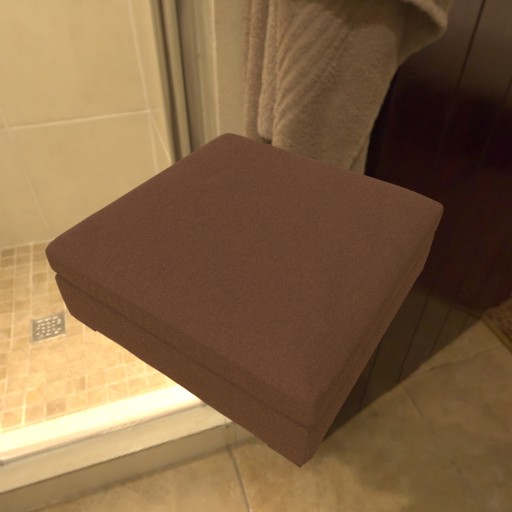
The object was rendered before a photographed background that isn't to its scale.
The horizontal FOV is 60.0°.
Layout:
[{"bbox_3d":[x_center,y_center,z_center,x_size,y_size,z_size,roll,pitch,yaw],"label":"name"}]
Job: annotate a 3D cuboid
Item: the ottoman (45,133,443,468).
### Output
[{"bbox_3d":[0.000,0.000,1.876,1.181,0.470,1.181,24,47,25],"label":"ottoman"}]
